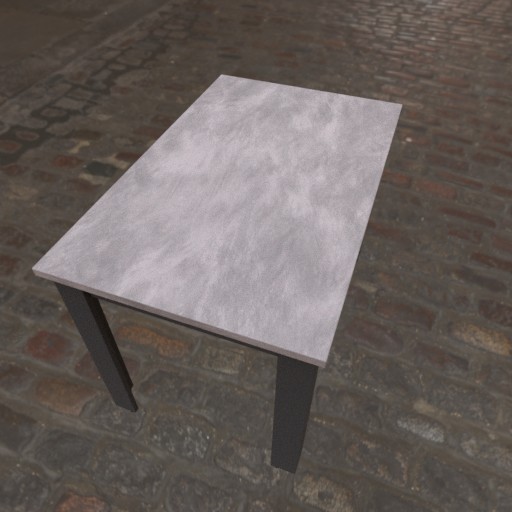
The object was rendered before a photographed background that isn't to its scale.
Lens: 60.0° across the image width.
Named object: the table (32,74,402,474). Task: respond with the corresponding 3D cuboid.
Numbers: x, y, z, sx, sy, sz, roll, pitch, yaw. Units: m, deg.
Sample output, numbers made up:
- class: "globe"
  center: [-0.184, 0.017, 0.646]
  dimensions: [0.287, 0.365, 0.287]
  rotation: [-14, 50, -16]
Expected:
- class: "table"
  center: [0.000, 0.000, 1.562]
  dimensions: [0.700, 0.734, 1.100]
  rotation: [15, 48, 14]
